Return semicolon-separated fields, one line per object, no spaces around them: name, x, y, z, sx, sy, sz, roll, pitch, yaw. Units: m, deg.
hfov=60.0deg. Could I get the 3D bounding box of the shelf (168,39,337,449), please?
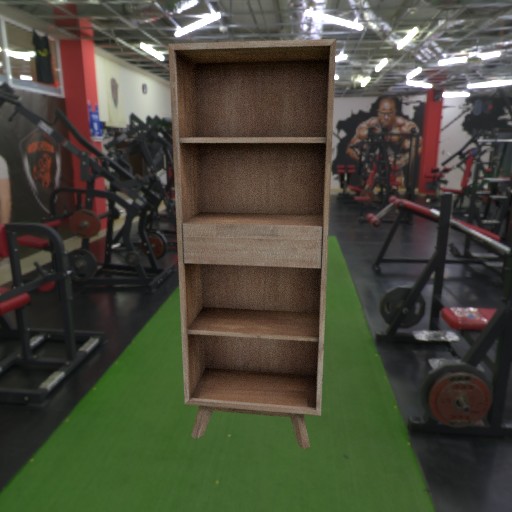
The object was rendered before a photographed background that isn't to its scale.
shelf;0.000;0.000;1.563;0.491;1.342;0.267;2;15;8
